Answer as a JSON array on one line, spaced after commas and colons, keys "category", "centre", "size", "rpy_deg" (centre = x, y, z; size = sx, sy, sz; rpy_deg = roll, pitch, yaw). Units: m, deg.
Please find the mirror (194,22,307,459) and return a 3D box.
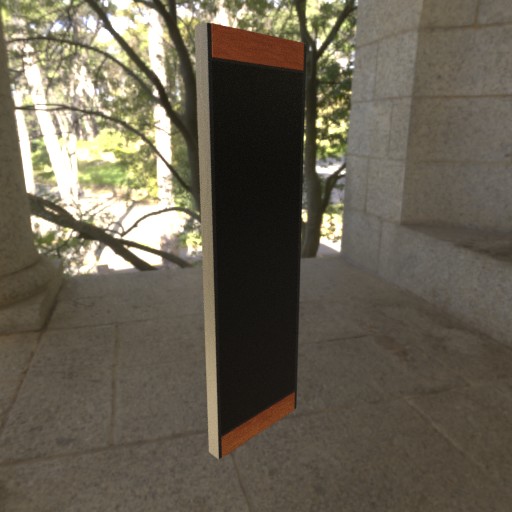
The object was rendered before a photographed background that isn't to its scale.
[{"category": "mirror", "centre": [0.000, 0.000, 1.237], "size": [0.047, 1.123, 0.343], "rpy_deg": [15, 22, 43]}]
